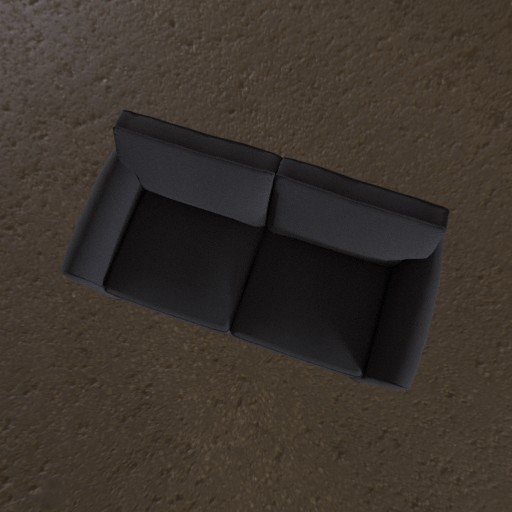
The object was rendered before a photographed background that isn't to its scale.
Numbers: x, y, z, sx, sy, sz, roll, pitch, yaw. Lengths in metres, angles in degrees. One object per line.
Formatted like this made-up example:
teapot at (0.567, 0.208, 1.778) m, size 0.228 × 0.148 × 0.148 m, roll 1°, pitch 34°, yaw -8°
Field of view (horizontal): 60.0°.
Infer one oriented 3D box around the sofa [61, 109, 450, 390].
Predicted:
sofa at (0.000, 0.000, 2.545) m, size 2.009 × 1.031 × 0.951 m, roll 18°, pitch 77°, yaw 4°
